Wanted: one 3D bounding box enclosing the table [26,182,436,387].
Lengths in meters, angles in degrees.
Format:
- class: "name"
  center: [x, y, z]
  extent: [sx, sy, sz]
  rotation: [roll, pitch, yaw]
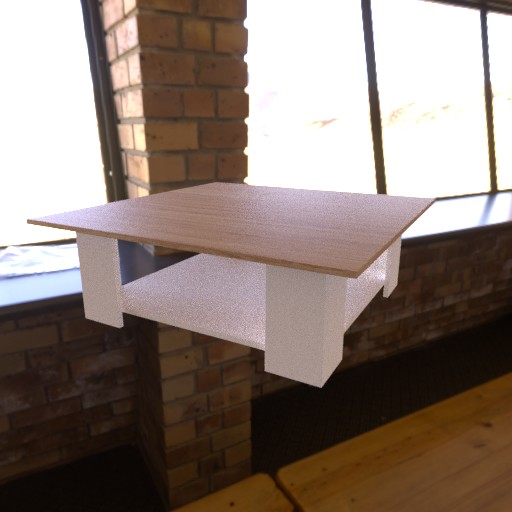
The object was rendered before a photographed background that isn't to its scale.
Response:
- class: "table"
  center: [0.000, 0.000, 1.373]
  extent: [0.890, 0.305, 0.890]
  rotation: [9, 19, 28]
